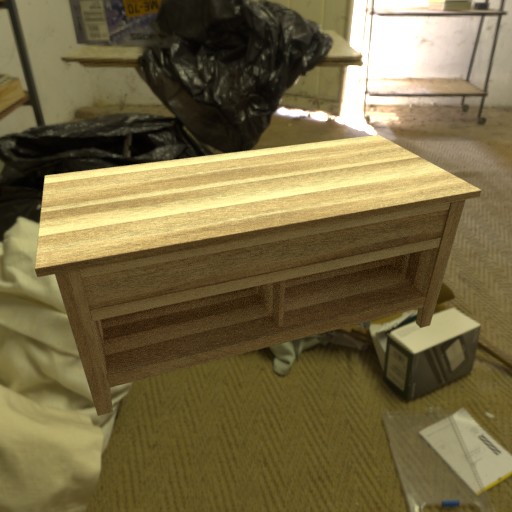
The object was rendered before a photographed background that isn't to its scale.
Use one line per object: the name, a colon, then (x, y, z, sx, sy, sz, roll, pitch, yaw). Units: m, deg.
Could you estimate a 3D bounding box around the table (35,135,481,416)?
table: (0.000, 0.000, 1.346, 1.095, 0.480, 0.493, -11, 35, -16)
